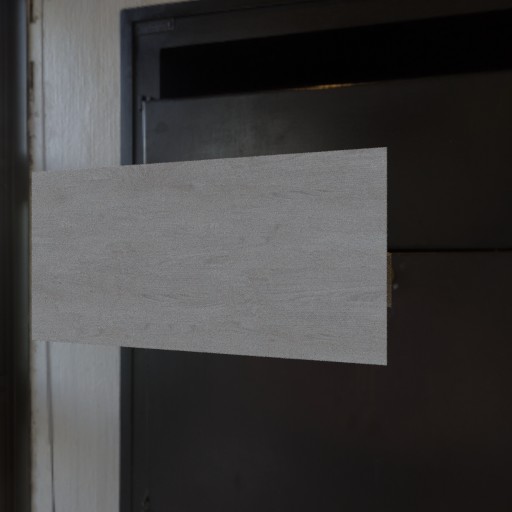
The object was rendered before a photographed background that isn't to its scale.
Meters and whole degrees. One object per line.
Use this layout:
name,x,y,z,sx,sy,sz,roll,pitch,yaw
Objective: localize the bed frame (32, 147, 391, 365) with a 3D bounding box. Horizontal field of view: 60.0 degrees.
bed frame,0.000,0.000,2.804,1.622,0.800,1.960,0,0,17
